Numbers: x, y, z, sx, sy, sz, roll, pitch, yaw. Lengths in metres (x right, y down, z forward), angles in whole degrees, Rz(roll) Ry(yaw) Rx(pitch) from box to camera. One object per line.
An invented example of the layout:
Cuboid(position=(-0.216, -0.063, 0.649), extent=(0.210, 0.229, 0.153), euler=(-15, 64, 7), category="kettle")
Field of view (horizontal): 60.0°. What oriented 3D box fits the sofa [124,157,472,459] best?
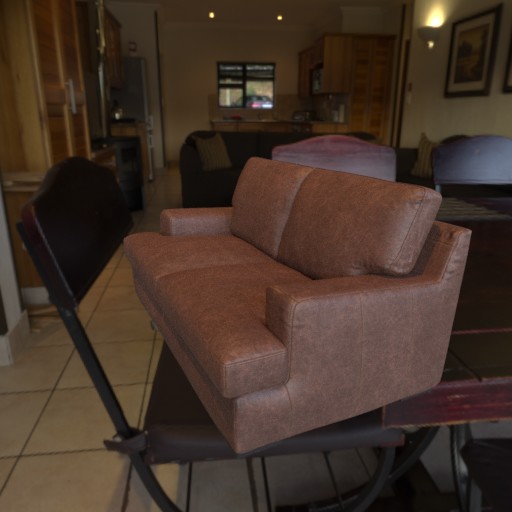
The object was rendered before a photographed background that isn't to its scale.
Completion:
Cuboid(position=(0.000, 0.000, 2.452), extent=(1.143, 0.939, 1.880), euler=(-8, 19, -25), category="sofa")
